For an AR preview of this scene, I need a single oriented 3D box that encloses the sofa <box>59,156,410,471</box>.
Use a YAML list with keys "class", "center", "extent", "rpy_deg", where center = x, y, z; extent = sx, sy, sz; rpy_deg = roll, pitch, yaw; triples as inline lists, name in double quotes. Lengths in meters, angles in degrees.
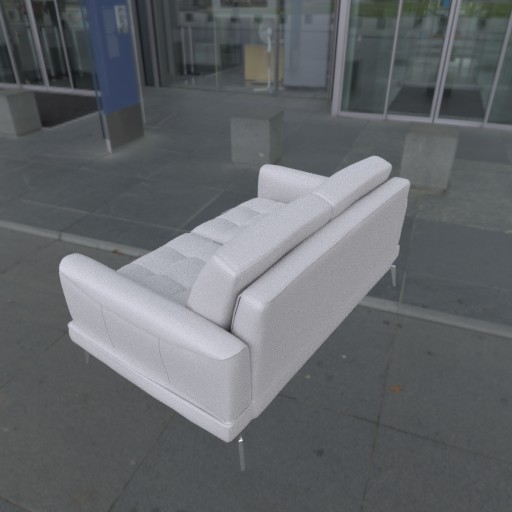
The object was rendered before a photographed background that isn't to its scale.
- class: "sofa"
  center: [0.000, 0.000, 2.480]
  extent: [1.121, 0.930, 1.819]
  rpy_deg: [20, 36, 31]
